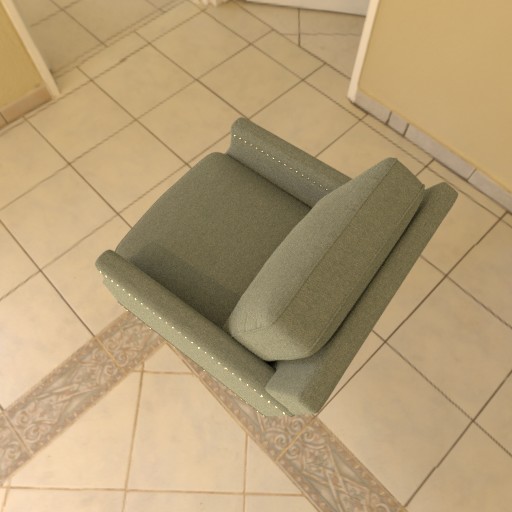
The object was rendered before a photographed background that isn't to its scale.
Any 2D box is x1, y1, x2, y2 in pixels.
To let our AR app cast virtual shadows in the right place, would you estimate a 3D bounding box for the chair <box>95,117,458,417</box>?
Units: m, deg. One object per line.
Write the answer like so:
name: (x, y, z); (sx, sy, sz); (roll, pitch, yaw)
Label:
chair: (0.000, 0.000, 1.778); (1.031, 1.031, 0.885); (34, 68, 15)
